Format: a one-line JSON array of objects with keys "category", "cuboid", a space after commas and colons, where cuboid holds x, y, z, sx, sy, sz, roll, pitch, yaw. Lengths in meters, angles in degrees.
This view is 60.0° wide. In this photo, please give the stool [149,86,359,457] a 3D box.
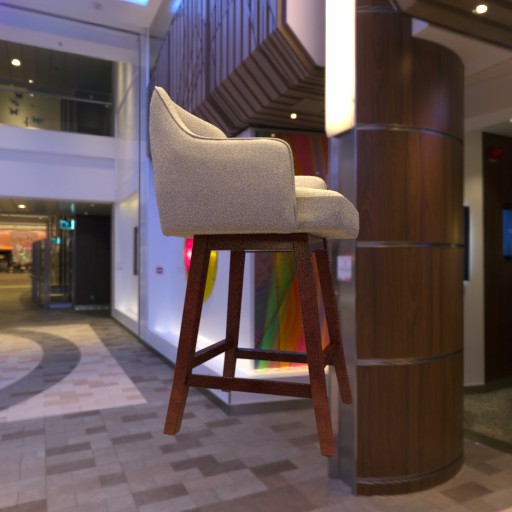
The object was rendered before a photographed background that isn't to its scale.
[{"category": "stool", "cuboid": [0.000, 0.000, 1.302, 0.560, 0.936, 0.550, 0, -1, 18]}]
